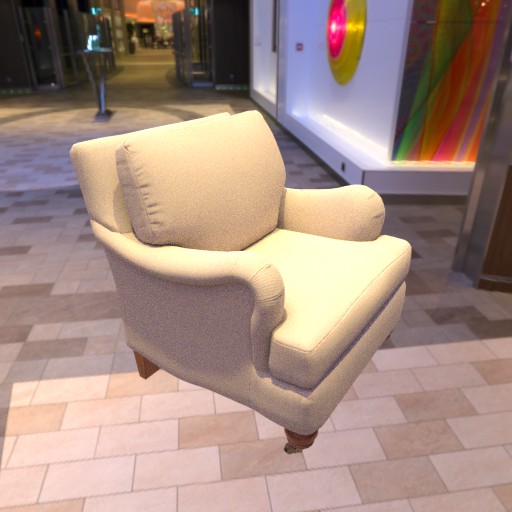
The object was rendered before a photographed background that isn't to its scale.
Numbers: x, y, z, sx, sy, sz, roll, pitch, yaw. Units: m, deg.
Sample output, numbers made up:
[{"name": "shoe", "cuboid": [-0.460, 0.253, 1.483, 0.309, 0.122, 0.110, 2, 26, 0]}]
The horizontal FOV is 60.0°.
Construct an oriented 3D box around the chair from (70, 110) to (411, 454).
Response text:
[{"name": "chair", "cuboid": [0.000, 0.000, 1.848, 1.070, 1.038, 0.955, 18, 32, 31]}]
